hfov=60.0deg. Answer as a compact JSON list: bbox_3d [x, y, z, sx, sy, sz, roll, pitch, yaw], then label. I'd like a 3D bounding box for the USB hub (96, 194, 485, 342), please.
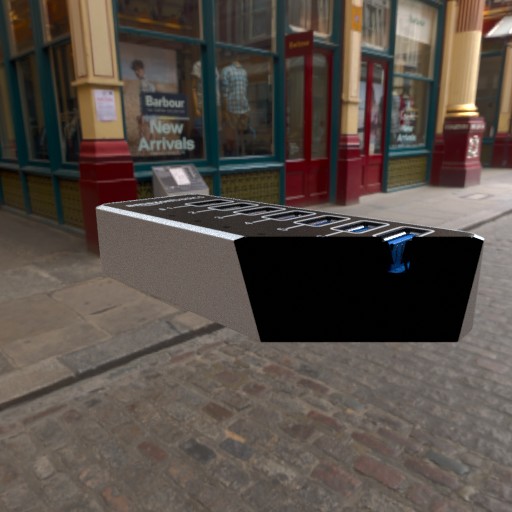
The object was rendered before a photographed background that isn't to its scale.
[{"bbox_3d":[0.000,0.000,0.128,0.110,0.023,0.044,14,21,42],"label":"USB hub"}]
